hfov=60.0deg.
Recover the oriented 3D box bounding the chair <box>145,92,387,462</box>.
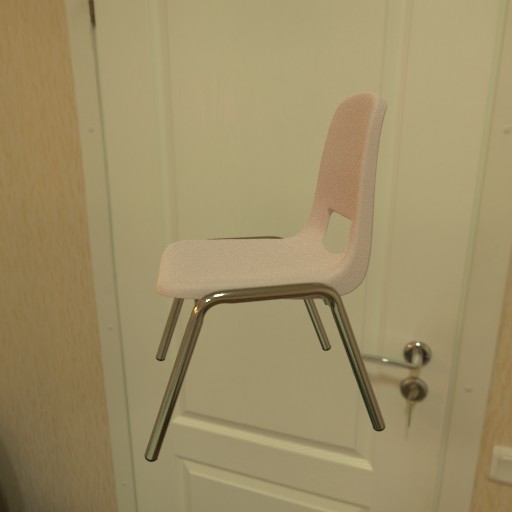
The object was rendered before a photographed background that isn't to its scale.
[{"bbox_3d":[0.000,0.000,0.838,0.423,0.586,0.354,-3,16,-9],"label":"chair"}]
